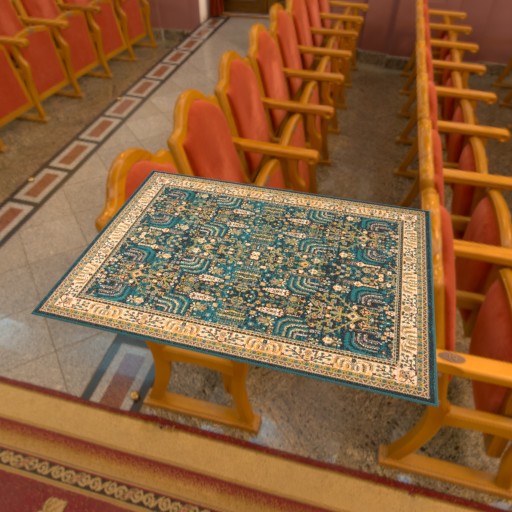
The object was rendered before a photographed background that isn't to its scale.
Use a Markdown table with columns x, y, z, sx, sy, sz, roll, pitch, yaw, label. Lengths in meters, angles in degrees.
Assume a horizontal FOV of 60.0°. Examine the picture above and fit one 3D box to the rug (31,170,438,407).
| x | y | z | sx | sy | sz | roll | pitch | yaw | label |
| --- | --- | --- | --- | --- | --- | --- | --- | --- | --- |
| 0.000 | 0.000 | 3.965 | 3.044 | 0.015 | 2.226 | 10 | 43 | 11 | rug |
